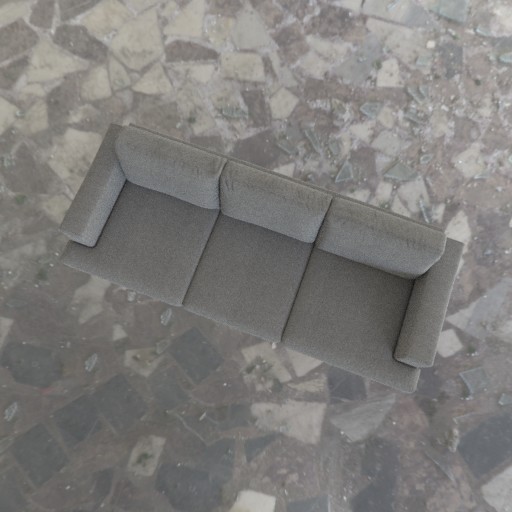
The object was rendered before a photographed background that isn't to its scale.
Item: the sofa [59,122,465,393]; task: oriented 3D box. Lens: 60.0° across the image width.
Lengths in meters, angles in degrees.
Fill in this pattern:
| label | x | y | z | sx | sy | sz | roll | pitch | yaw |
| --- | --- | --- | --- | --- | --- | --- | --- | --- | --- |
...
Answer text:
| label | x | y | z | sx | sy | sz | roll | pitch | yaw |
| --- | --- | --- | --- | --- | --- | --- | --- | --- | --- |
| sofa | 0.000 | 0.000 | 2.764 | 2.310 | 0.810 | 0.920 | 20 | 77 | 5 |
